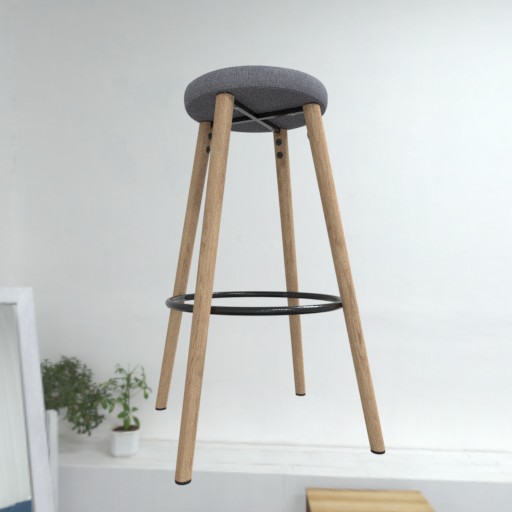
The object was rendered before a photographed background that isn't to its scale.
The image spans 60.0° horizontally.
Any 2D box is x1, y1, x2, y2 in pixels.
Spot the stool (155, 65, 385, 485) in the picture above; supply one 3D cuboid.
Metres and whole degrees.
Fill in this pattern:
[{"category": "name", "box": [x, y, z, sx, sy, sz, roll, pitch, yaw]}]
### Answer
[{"category": "stool", "box": [0.000, 0.000, 0.997, 0.410, 0.770, 0.410, 0, 0, -18]}]
